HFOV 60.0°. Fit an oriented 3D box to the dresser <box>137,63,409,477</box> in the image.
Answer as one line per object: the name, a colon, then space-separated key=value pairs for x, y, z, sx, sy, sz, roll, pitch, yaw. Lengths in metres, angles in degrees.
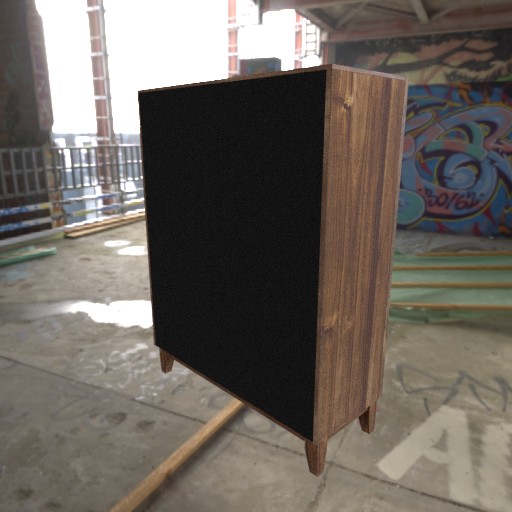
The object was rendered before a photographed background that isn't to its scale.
dresser: x=0.000 y=0.000 z=1.918 sx=0.442 sy=1.393 sz=1.062 roll=-14 pitch=21 yaw=-42
